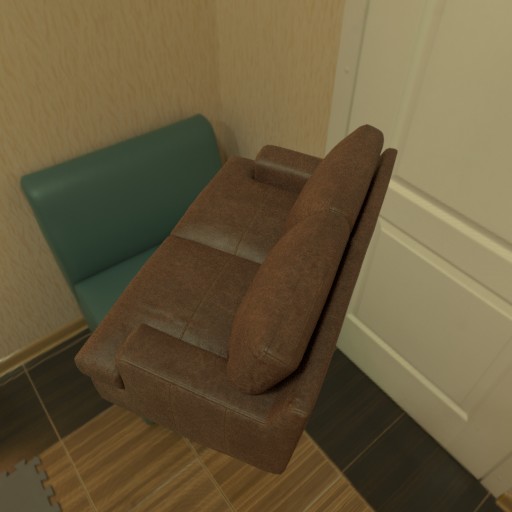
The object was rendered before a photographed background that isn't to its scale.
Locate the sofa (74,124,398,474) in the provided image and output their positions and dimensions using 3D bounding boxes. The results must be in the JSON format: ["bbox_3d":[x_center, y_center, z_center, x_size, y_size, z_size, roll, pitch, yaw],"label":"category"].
[{"bbox_3d":[0.000,0.000,2.468,1.143,0.939,1.880,17,49,15],"label":"sofa"}]
